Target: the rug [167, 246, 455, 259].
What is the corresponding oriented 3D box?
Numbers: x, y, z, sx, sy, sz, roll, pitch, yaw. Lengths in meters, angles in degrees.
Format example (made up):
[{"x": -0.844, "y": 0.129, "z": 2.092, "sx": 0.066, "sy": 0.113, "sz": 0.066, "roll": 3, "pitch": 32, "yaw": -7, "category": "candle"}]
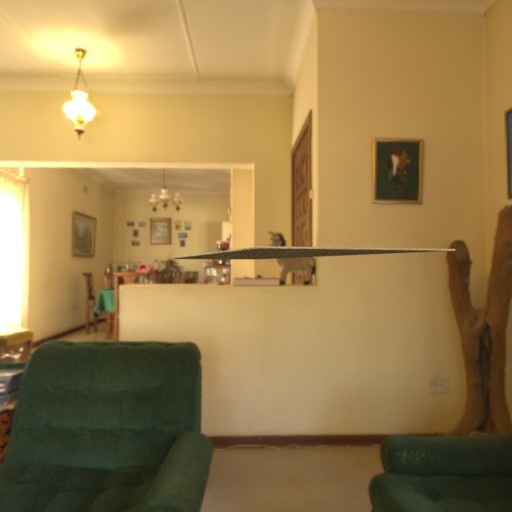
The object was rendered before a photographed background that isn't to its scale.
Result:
[{"x": 0.000, "y": 0.000, "z": 2.702, "sx": 0.783, "sy": 0.006, "sz": 2.438, "roll": 0, "pitch": -1, "yaw": -18, "category": "rug"}]
